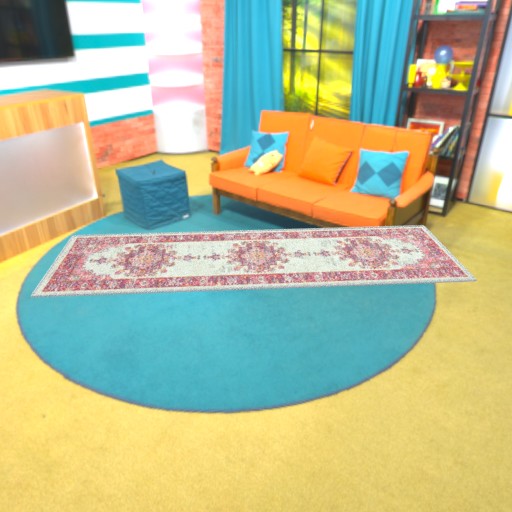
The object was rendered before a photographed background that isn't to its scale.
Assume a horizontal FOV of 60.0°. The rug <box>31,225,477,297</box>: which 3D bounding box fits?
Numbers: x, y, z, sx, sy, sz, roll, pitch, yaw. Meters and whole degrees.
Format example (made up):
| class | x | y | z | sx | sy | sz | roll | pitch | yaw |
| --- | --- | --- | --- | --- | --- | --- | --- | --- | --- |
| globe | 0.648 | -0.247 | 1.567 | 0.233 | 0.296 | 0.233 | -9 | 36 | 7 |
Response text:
| class | x | y | z | sx | sy | sz | roll | pitch | yaw |
| --- | --- | --- | --- | --- | --- | --- | --- | --- | --- |
| rug | 0.000 | 0.000 | 2.048 | 1.824 | 0.009 | 0.562 | -2 | 28 | -3 |
